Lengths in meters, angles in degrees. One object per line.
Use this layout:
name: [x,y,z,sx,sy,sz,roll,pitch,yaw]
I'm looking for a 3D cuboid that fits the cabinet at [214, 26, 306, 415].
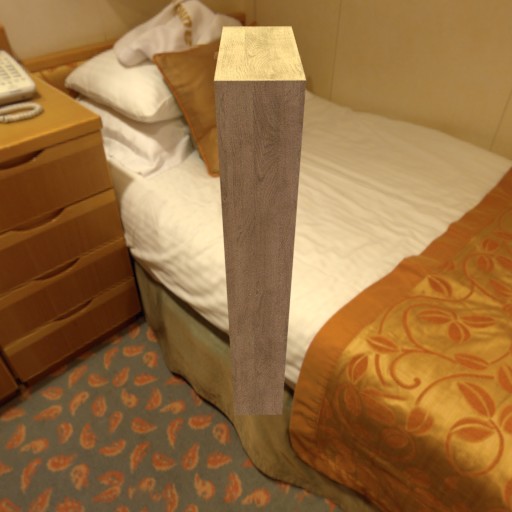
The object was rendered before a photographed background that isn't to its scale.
cabinet: [0.000,0.000,1.856,0.250,1.630,0.520,0,41,-1]
